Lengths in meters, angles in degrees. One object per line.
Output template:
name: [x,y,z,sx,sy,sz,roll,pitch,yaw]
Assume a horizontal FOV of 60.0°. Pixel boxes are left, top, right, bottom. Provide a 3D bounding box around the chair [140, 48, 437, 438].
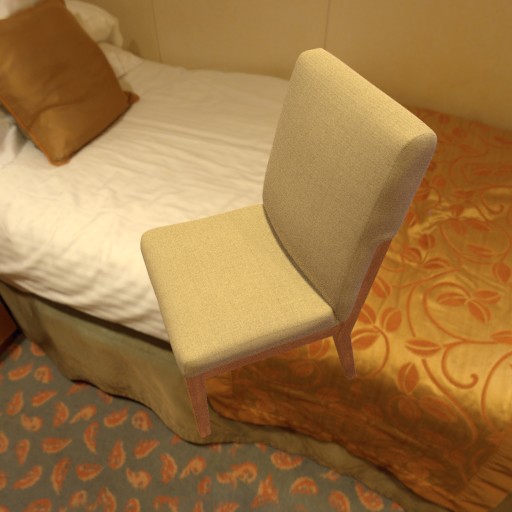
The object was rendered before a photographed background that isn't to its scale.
chair: [0.000,0.000,1.243,0.586,0.911,0.507,-16,48,-15]
